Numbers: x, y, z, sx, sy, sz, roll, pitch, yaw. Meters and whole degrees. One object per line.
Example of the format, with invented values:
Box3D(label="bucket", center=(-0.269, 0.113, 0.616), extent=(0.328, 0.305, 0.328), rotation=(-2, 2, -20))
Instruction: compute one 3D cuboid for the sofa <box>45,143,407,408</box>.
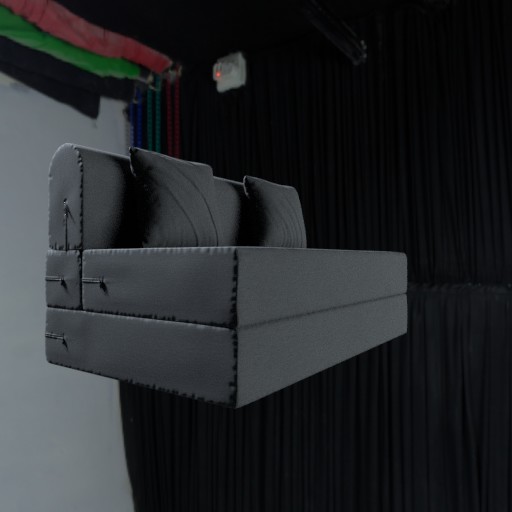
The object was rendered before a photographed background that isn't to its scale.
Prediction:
Box3D(label="sofa", center=(0.000, 0.000, 1.659), extent=(0.762, 0.670, 1.225), rotation=(0, -1, 35))
